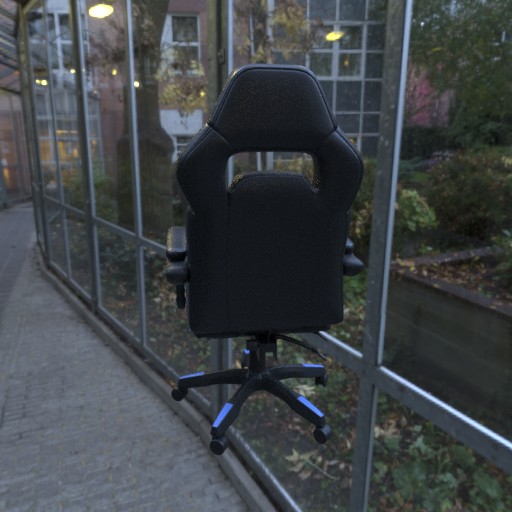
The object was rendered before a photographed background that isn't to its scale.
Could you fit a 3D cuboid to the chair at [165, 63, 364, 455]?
[{"bbox_3d":[0.000,0.000,1.710,0.700,1.280,0.700,-2,14,-9],"label":"chair"}]
